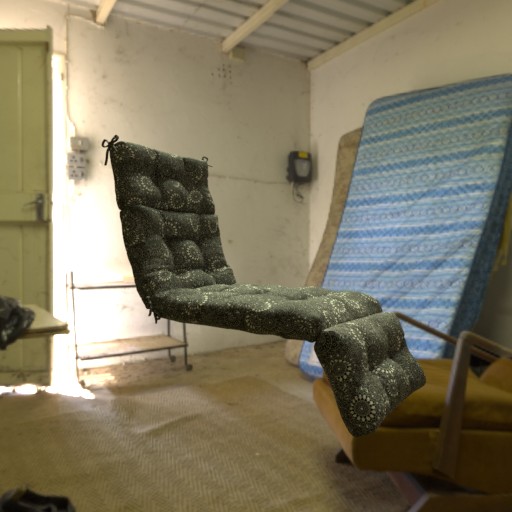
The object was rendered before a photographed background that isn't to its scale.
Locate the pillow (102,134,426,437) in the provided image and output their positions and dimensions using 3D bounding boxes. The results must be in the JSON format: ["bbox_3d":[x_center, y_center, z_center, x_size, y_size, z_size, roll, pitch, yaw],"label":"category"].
[{"bbox_3d":[0.000,0.000,1.510,1.016,0.863,0.526,0,1,35],"label":"pillow"}]
